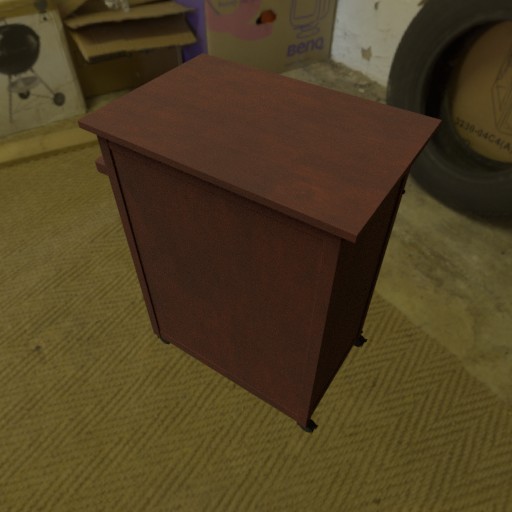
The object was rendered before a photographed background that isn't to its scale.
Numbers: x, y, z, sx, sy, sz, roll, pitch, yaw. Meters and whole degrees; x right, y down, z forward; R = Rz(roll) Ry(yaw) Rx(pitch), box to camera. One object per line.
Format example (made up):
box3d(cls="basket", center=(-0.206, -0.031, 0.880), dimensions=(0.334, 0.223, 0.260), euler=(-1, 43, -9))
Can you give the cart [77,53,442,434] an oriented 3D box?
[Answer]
box3d(cls="cart", center=(0.000, 0.000, 1.283), dimensions=(0.683, 0.864, 0.442), euler=(25, 51, 23))
